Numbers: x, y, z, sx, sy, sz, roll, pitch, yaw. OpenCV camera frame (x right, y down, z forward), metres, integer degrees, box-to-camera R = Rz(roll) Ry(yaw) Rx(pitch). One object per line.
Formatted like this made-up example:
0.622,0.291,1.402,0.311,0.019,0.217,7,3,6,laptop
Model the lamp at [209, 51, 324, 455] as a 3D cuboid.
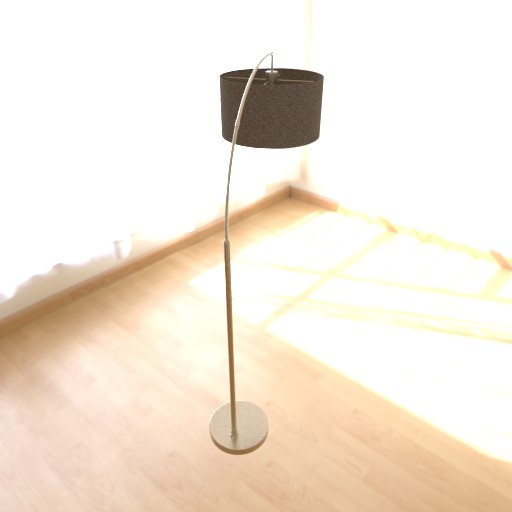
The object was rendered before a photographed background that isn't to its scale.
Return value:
0.000,0.000,2.120,0.452,1.735,0.934,8,32,14,lamp
